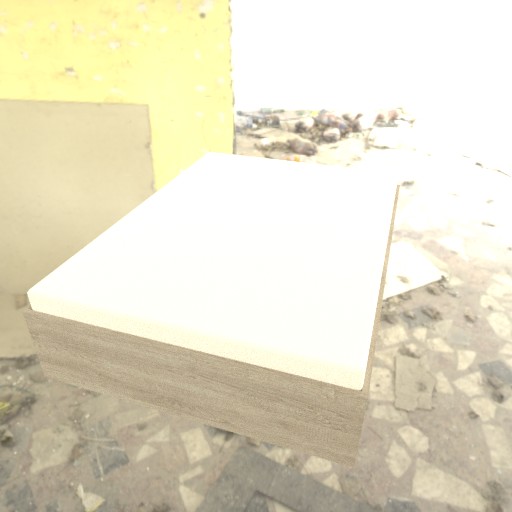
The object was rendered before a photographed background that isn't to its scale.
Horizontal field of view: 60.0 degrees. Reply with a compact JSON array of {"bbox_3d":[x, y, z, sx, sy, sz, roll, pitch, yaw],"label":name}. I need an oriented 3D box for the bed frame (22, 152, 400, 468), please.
[{"bbox_3d":[0.000,0.000,2.552,1.448,0.490,1.944,10,33,16],"label":"bed frame"}]
